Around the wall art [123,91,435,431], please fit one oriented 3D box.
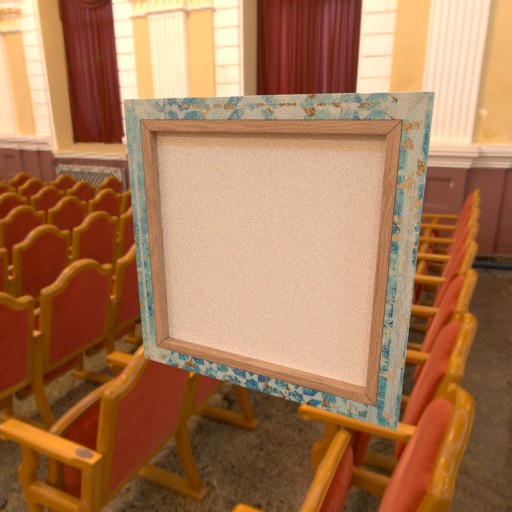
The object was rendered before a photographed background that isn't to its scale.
[{"bbox_3d":[0.000,0.000,1.348,0.916,0.916,0.040,8,19,25],"label":"wall art"}]
